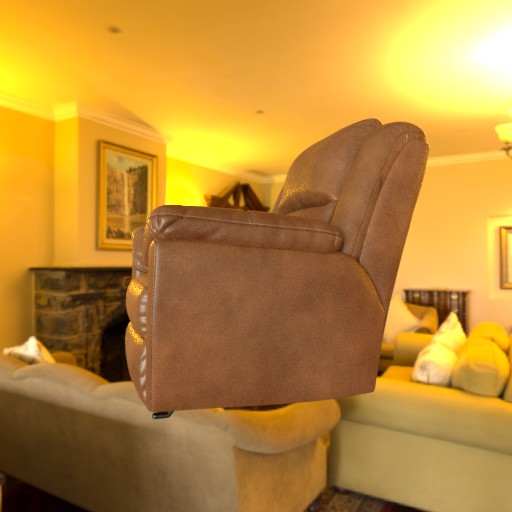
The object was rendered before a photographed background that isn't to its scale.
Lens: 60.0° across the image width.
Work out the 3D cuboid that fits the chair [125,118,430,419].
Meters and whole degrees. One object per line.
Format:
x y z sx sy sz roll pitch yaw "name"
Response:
0.000 0.000 1.855 1.041 1.093 0.990 0 -1 -19 "chair"
